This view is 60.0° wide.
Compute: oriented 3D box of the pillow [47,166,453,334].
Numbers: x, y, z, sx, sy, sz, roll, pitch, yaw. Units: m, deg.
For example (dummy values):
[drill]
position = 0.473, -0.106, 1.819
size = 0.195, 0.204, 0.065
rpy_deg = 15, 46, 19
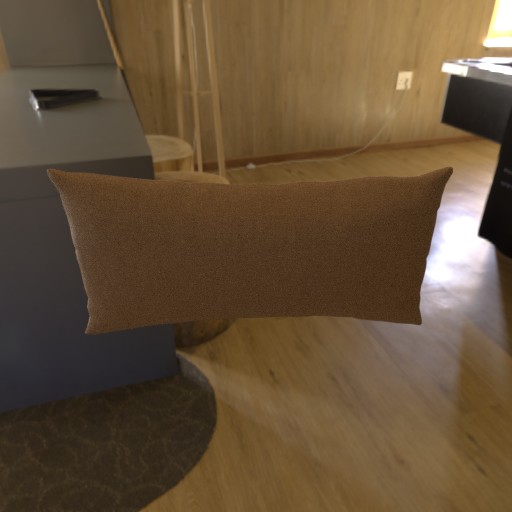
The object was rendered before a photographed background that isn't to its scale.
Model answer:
[pillow]
position = 0.000, 0.000, 0.731
size = 0.612, 0.308, 0.148
rpy_deg = -1, 31, -2
